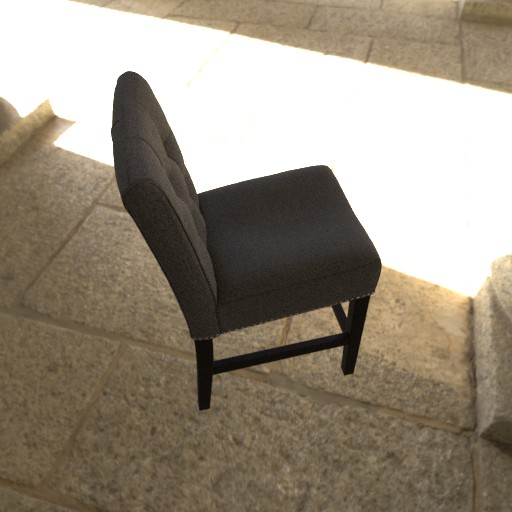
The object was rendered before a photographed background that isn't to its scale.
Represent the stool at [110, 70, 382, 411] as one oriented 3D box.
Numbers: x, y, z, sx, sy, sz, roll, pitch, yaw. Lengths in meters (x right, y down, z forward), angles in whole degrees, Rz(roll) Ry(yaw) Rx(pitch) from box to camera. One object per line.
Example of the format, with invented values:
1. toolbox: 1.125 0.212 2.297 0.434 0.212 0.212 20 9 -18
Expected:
1. stool: 0.000 0.000 1.190 0.571 0.885 0.427 -10 48 -9
